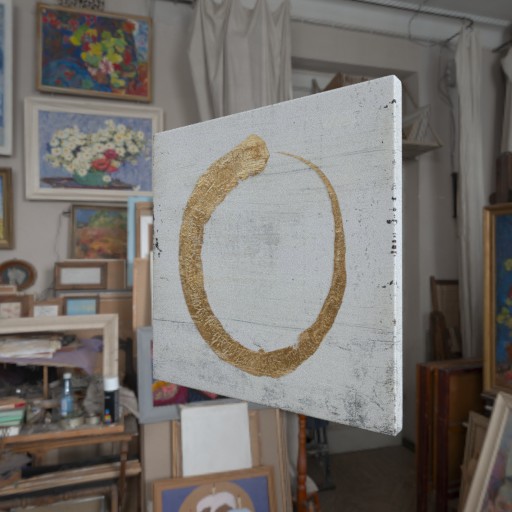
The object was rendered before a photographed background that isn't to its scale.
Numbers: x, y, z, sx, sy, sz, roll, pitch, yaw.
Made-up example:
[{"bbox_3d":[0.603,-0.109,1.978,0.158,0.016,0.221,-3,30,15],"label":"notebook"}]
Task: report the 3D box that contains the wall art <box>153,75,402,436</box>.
[{"bbox_3d":[0.000,0.000,0.941,0.610,0.611,0.040,0,-1,36],"label":"wall art"}]
